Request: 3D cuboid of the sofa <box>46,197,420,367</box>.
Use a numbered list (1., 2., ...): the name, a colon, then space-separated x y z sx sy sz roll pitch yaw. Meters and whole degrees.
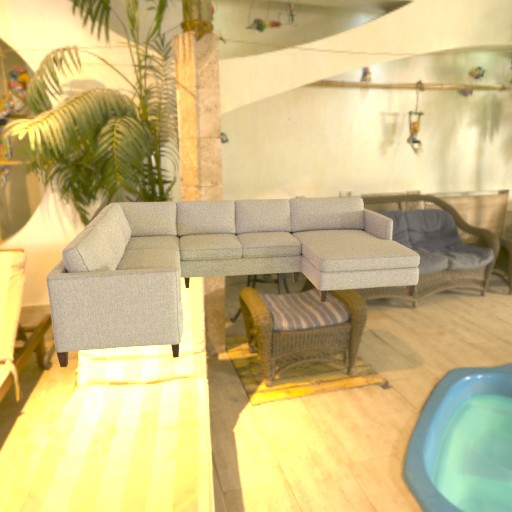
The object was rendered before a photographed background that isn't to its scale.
1. sofa: 0.000 0.000 4.562 3.403 0.889 2.551 -3 15 -10
